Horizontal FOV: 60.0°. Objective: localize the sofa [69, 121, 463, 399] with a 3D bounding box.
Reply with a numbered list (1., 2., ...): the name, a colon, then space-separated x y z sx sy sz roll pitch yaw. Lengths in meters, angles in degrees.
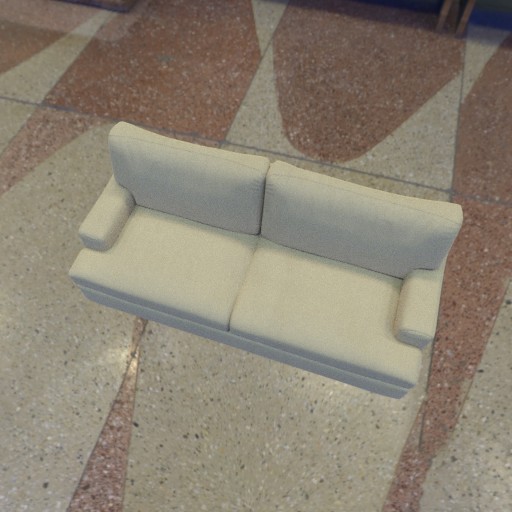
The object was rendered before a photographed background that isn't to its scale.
1. sofa: 0.000 0.000 2.660 2.147 0.925 0.929 16 61 9
